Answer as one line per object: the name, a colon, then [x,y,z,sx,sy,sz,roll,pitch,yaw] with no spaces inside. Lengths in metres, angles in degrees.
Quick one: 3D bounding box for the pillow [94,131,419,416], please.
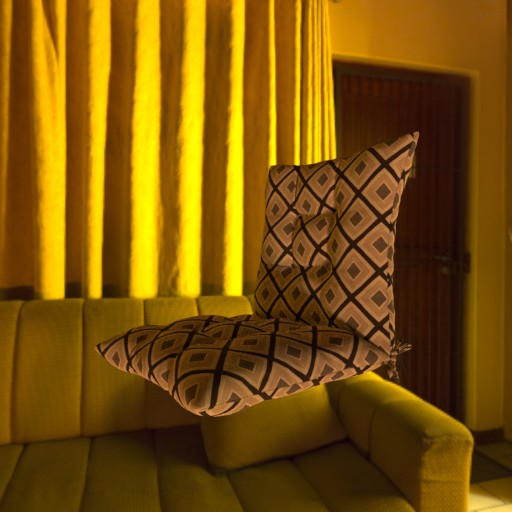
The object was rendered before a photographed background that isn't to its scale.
pillow: [0.000,0.000,1.007,0.585,0.536,0.541,-1,2,-37]
